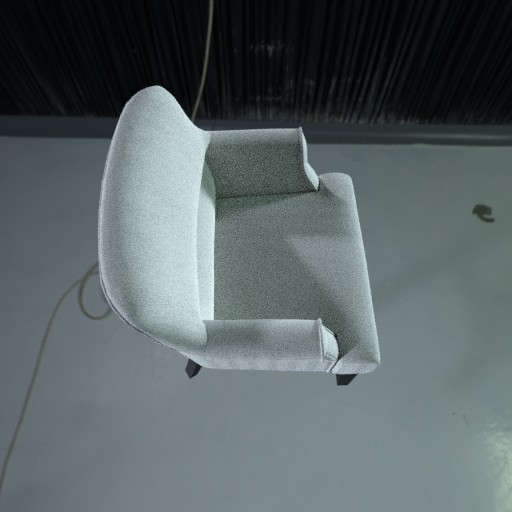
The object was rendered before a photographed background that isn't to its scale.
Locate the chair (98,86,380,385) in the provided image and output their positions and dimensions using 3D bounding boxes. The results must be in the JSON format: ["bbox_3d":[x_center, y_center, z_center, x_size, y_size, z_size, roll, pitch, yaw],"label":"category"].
[{"bbox_3d":[0.000,0.000,1.454,0.750,0.875,0.781,-2,63,-1],"label":"chair"}]
